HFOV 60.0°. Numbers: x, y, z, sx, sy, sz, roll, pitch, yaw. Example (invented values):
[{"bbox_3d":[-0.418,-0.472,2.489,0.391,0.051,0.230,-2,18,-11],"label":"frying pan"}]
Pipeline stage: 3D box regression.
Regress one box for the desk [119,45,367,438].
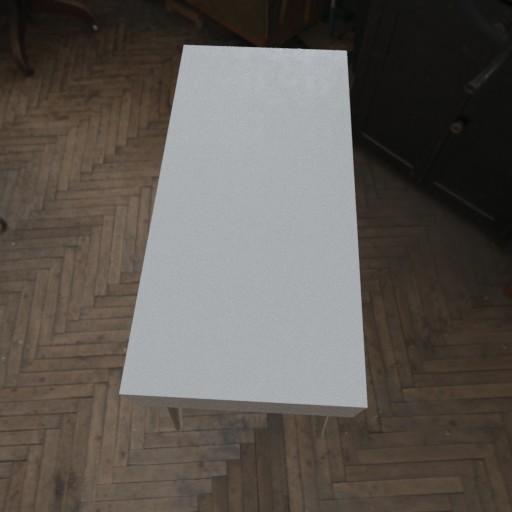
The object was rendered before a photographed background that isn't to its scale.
[{"bbox_3d":[0.000,0.000,1.378,0.491,0.723,0.979,3,63,1],"label":"desk"}]
